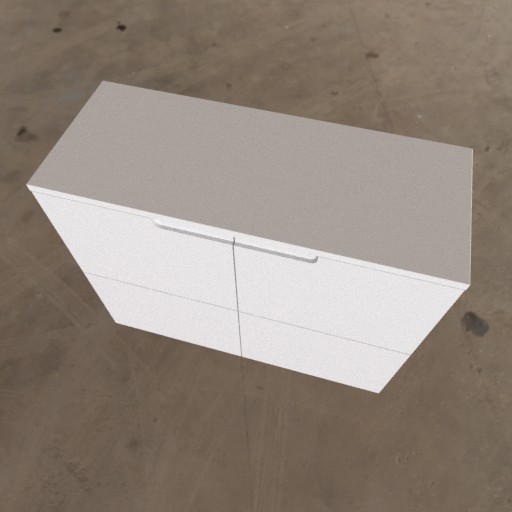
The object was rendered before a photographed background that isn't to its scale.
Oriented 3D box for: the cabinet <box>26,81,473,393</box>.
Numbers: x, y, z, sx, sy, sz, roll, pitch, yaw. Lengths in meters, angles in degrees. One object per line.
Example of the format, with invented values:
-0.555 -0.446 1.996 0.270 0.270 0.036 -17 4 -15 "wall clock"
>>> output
0.000 0.000 1.399 1.000 0.800 0.400 13 58 8 "cabinet"
